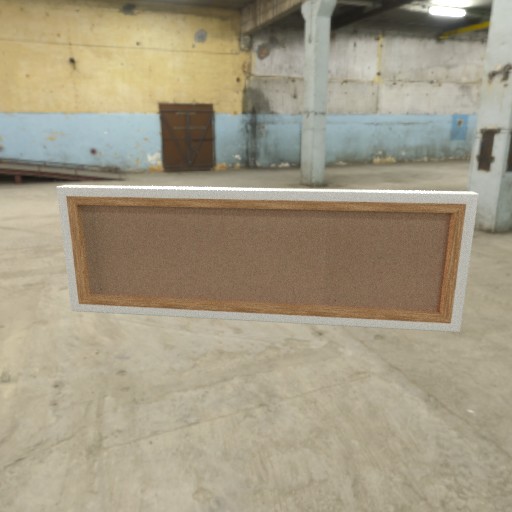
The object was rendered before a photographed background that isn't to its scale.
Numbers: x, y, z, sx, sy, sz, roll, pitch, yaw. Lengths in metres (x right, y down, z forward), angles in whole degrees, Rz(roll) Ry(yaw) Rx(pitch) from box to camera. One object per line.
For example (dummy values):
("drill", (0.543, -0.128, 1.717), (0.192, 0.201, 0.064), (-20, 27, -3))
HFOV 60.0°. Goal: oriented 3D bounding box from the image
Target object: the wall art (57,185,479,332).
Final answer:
("wall art", (0.000, 0.000, 0.850), (0.766, 0.256, 0.036), (2, 16, 7))
